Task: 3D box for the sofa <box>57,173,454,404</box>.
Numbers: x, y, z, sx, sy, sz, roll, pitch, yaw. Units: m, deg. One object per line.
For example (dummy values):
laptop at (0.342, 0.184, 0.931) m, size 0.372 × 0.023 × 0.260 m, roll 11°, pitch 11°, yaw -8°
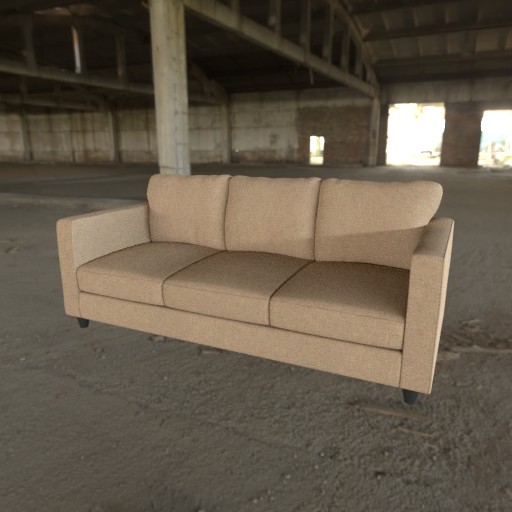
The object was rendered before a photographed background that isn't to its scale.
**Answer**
sofa at (0.000, 0.000, 2.328) m, size 1.855 × 0.800 × 0.930 m, roll 7°, pitch 16°, yaw 24°
